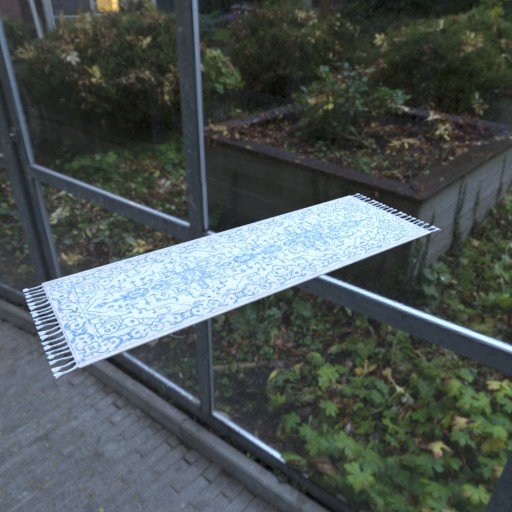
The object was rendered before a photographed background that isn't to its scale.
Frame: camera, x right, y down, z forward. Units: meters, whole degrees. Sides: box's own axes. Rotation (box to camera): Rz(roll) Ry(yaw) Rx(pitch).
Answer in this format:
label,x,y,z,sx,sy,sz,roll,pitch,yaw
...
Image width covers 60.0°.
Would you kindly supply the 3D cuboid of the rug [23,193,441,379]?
label,x,y,z,sx,sy,sz,roll,pitch,yaw
rug,0.000,0.000,2.640,2.449,0.011,0.774,-18,34,-29
